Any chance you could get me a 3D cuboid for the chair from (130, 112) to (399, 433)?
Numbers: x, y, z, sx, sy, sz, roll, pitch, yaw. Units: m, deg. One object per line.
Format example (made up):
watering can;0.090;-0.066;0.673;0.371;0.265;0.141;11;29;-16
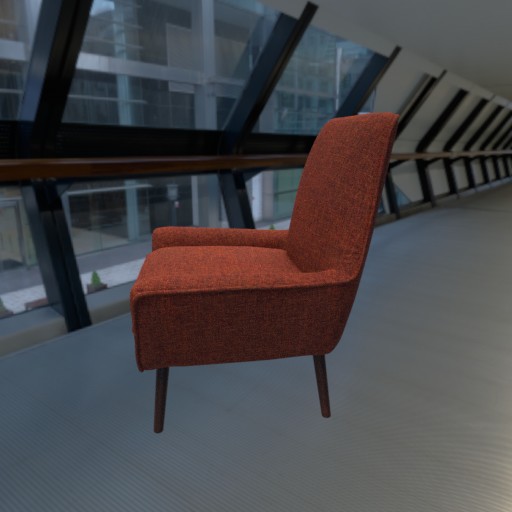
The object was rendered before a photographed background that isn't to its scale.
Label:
chair;0.000;0.000;1.501;0.784;0.911;0.803;-2;15;-8
